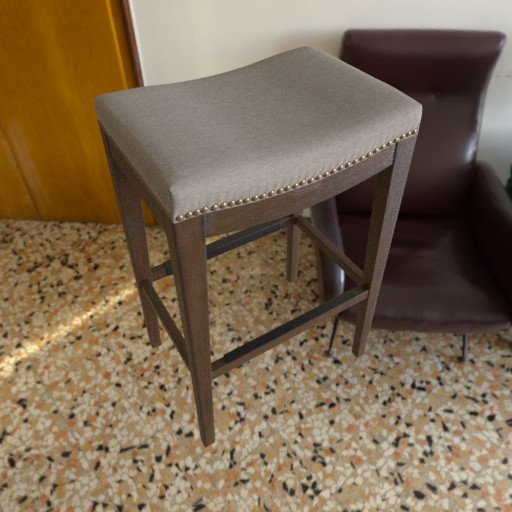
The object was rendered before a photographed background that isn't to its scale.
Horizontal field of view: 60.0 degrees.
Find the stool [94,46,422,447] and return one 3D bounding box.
[{"bbox_3d":[0.000,0.000,1.015,0.508,0.762,0.356,-23,49,-22],"label":"stool"}]
